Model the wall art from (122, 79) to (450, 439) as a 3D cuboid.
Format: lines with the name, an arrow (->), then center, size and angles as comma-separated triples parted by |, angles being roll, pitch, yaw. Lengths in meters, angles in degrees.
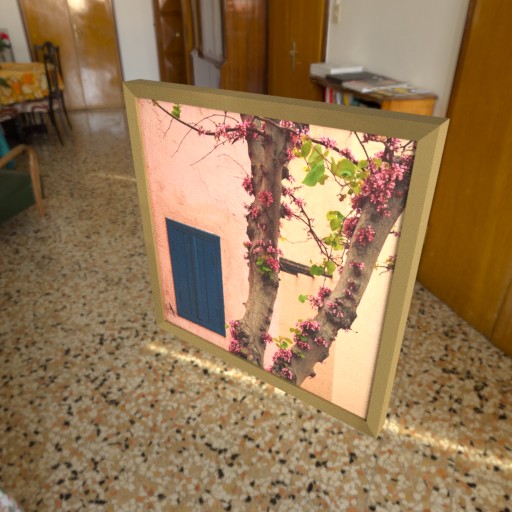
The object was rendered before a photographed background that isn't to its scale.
wall art -> 0.000, 0.000, 0.740 | 0.507, 0.508, 0.038 | 19, 35, 30
